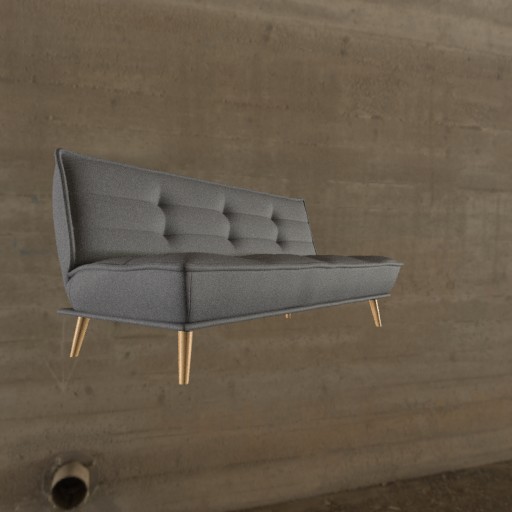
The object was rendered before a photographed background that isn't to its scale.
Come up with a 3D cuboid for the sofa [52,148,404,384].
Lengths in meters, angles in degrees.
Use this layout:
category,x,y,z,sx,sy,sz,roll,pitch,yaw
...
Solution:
category,x,y,z,sx,sy,sz,roll,pitch,yaw
sofa,0.000,0.000,2.398,0.950,0.890,1.940,-1,-1,38
